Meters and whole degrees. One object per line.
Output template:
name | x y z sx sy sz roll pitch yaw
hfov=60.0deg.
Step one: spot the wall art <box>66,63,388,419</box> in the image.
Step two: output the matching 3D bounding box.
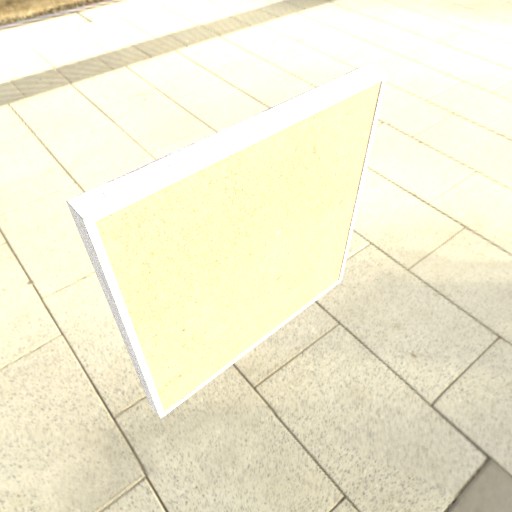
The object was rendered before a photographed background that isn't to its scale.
wall art | 0.000 0.000 0.766 0.508 0.508 0.038 -33 55 -26
